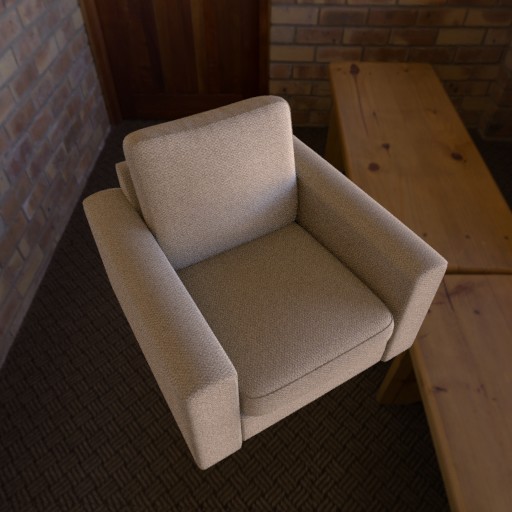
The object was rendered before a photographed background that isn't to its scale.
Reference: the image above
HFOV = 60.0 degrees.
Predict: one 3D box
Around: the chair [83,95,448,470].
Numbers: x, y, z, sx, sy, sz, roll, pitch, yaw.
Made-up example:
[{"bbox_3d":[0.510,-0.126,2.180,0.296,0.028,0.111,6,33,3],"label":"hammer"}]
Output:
[{"bbox_3d":[0.000,0.000,1.705,1.005,0.873,1.016,-23,50,-21],"label":"chair"}]
